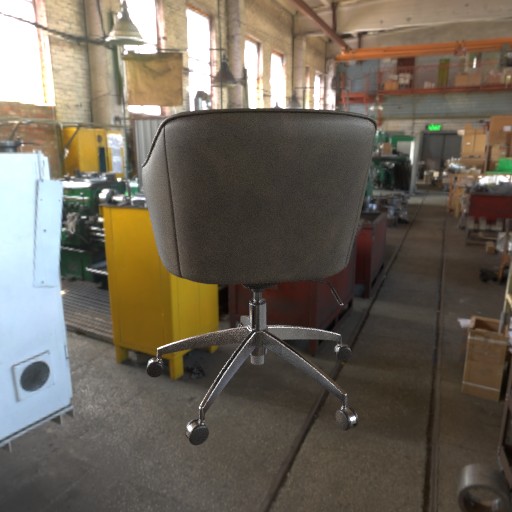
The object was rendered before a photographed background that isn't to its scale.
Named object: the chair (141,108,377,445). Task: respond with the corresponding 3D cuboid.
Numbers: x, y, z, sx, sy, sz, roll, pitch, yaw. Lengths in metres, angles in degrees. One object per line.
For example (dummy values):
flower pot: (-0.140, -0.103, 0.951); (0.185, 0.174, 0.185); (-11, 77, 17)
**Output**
chair: (0.000, 0.000, 1.372); (0.713, 0.827, 0.689); (-3, 14, -10)
